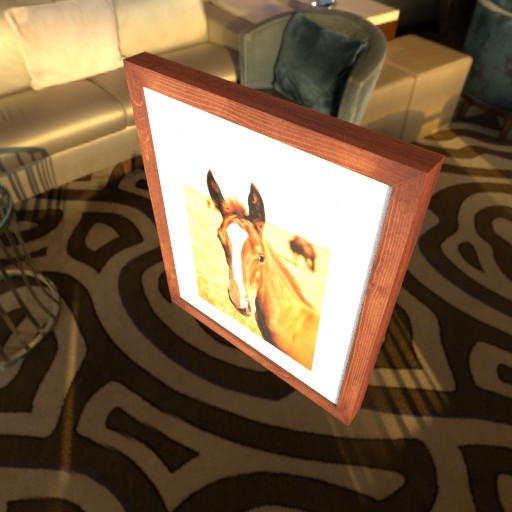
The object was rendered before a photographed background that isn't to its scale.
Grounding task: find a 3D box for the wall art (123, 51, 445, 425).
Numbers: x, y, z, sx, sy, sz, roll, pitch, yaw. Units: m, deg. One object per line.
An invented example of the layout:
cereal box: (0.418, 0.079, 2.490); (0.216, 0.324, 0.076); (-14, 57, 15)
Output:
wall art: (0.000, 0.000, 0.520); (0.330, 0.381, 0.030); (30, 51, 27)
